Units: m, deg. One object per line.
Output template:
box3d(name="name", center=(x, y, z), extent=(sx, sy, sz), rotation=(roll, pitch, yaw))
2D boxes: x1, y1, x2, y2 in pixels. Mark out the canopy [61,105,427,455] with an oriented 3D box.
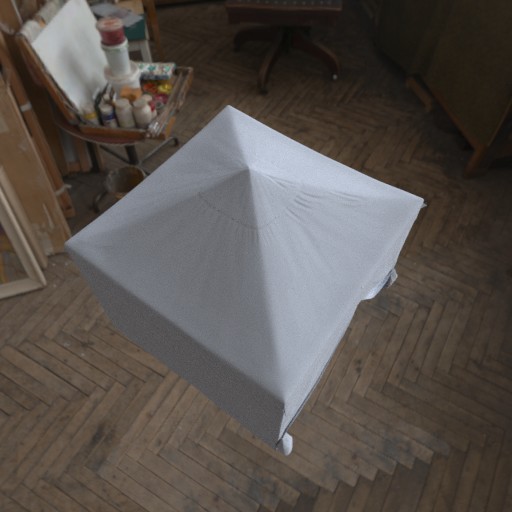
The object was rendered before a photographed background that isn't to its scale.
box3d(name="canopy", center=(0.000, 0.000, 5.530), extent=(3.121, 2.997, 3.043), rotation=(31, 62, 19))
